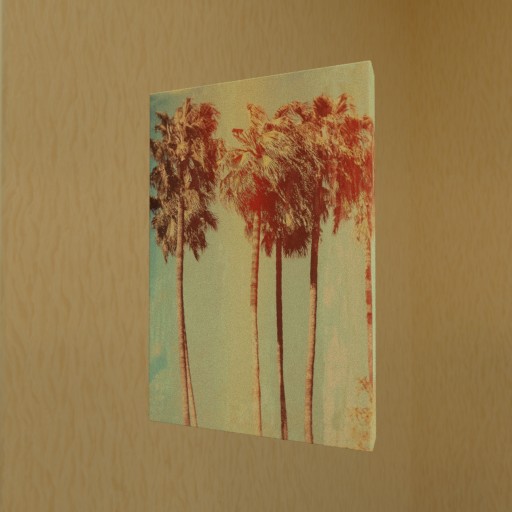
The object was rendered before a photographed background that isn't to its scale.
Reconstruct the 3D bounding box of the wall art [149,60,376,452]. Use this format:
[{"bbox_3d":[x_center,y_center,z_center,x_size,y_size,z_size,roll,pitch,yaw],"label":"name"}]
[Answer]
[{"bbox_3d":[0.000,0.000,0.488,0.251,0.380,0.039,0,-1,20],"label":"wall art"}]
